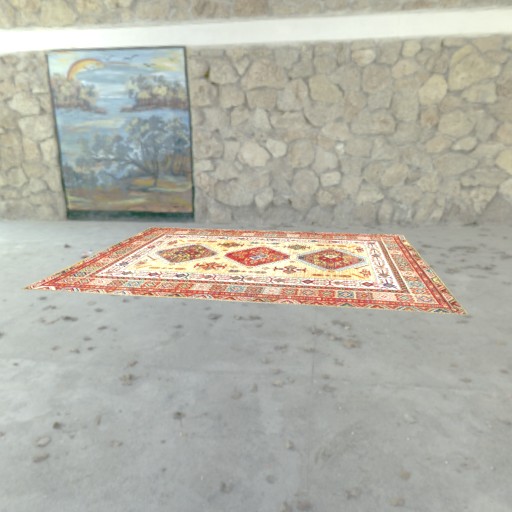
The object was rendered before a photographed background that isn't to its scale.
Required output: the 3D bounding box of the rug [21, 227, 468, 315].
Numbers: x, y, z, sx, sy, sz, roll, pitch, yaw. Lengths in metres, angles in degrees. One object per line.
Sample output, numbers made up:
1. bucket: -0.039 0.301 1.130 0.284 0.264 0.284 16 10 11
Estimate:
1. rug: 0.000 0.000 4.157 3.067 0.005 2.460 2 15 9
